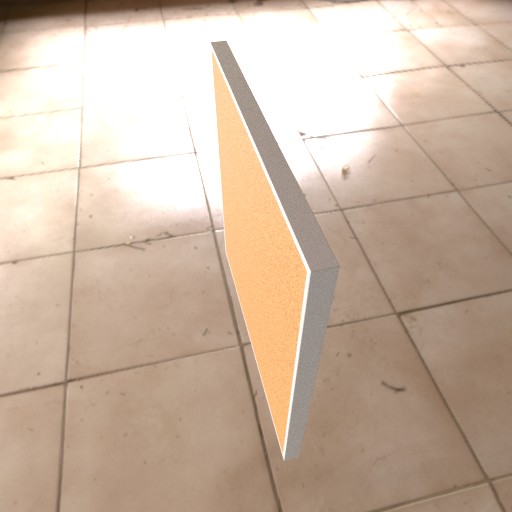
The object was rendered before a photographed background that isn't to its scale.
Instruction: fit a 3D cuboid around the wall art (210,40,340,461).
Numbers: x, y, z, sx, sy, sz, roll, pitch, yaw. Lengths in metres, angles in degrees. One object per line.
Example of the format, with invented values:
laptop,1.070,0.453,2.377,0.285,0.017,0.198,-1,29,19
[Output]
wall art,0.000,0.000,1.130,0.041,0.765,0.768,-11,49,-9
